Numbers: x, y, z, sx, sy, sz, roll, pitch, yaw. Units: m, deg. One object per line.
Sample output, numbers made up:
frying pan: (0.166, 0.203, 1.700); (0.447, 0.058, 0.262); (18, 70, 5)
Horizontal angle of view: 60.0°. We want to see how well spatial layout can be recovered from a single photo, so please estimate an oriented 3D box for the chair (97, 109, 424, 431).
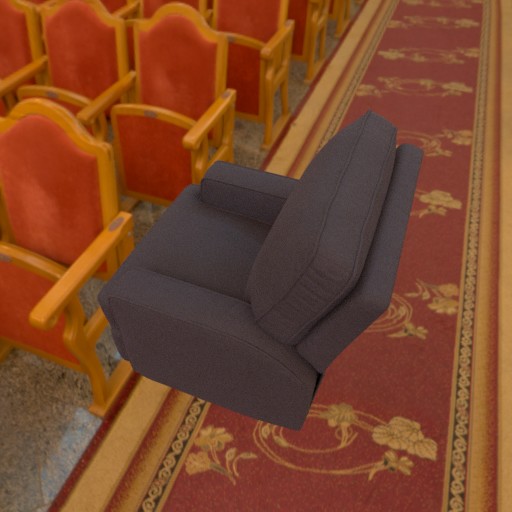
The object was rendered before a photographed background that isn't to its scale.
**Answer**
chair: (0.000, 0.000, 1.667); (0.964, 0.962, 0.861); (15, 48, 15)
